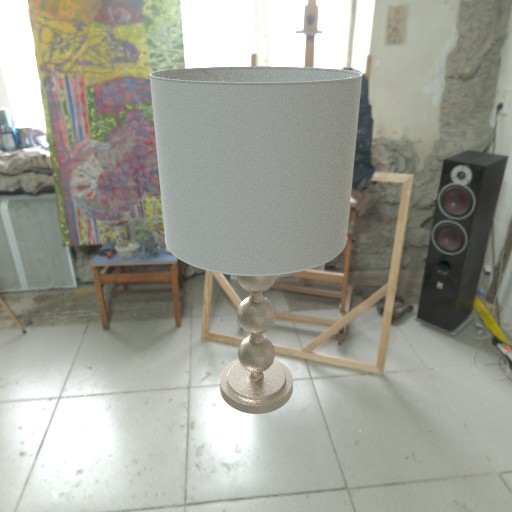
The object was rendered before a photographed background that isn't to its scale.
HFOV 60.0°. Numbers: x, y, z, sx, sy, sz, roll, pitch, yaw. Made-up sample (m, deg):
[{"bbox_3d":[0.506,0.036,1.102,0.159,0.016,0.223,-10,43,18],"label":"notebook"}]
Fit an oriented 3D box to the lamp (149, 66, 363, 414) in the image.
[{"bbox_3d":[0.000,0.000,0.702,0.277,0.538,0.277,-18,31,-32],"label":"lamp"}]
